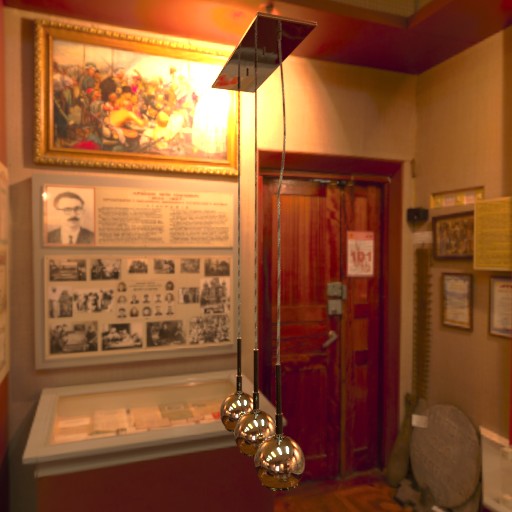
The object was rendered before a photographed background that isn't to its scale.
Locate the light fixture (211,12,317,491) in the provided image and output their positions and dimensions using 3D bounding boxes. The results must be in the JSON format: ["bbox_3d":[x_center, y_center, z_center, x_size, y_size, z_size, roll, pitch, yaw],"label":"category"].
[{"bbox_3d":[0.000,0.000,1.594,0.188,1.408,0.623,0,1,-18],"label":"light fixture"}]
